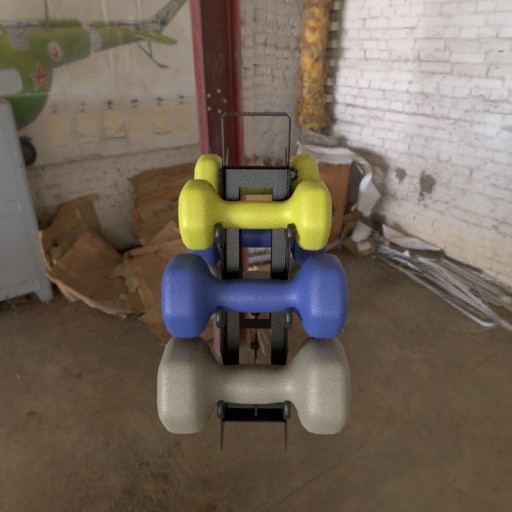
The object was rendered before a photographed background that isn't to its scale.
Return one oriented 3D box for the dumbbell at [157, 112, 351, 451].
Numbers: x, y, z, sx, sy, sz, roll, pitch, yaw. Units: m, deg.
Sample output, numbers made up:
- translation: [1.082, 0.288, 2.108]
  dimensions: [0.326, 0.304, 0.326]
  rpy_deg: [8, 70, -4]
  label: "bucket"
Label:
- translation: [0.000, 0.000, 0.689]
  dimensions: [0.261, 0.426, 0.416]
  rpy_deg: [0, 26, 1]
  label: "dumbbell"
